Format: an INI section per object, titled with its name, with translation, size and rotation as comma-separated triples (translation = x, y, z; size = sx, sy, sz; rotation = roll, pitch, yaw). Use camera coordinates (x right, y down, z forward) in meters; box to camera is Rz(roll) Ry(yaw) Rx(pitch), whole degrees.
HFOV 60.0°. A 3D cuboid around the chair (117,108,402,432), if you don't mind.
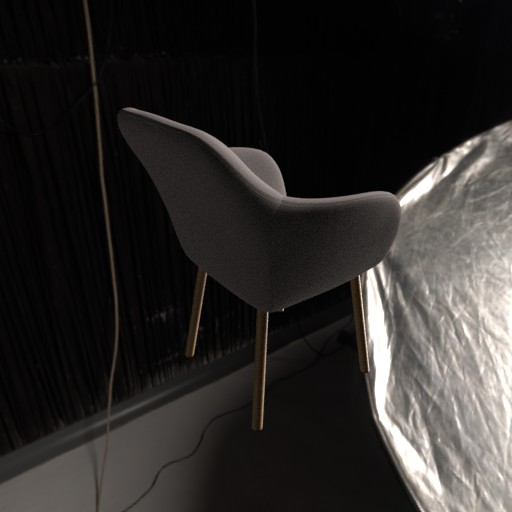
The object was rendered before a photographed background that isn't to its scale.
[chair]
translation = 0.000, 0.000, 1.252
size = 0.590, 0.830, 0.570
rotation = -19, 33, -32
